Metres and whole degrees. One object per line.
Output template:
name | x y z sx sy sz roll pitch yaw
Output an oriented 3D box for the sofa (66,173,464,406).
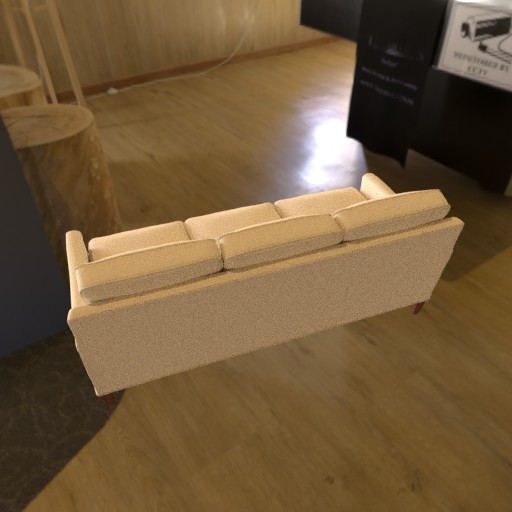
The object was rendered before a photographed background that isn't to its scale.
sofa | 0.000 0.000 2.848 2.246 1.003 1.084 -13 42 -15
